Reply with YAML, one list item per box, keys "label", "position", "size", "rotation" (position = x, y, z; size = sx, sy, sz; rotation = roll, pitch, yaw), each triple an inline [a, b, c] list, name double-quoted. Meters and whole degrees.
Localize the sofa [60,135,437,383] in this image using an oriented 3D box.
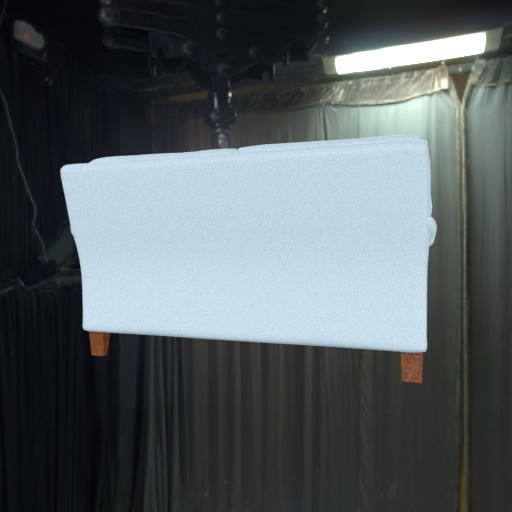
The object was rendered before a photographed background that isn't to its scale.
- label: "sofa"
  position: [0.000, 0.000, 2.509]
  size: [1.853, 1.101, 1.084]
  rotation: [0, 1, 18]
